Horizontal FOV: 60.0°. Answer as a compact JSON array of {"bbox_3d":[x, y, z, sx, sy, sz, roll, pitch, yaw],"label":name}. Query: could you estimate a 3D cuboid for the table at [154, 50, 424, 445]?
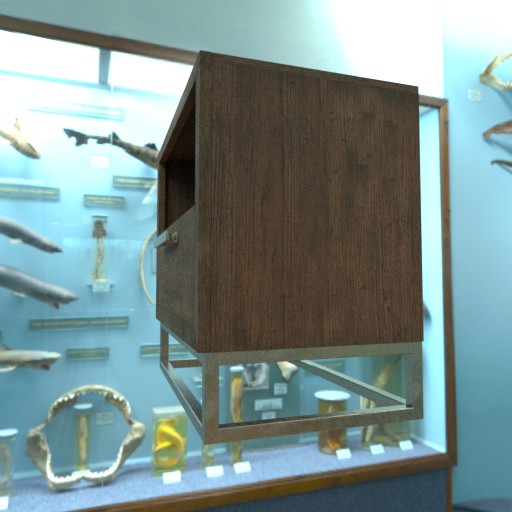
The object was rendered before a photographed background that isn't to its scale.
[{"bbox_3d":[0.000,0.000,1.269,0.542,0.746,0.767,1,-3,-18],"label":"table"}]
